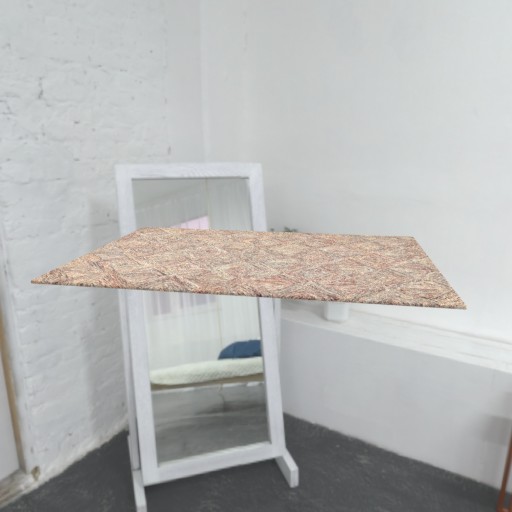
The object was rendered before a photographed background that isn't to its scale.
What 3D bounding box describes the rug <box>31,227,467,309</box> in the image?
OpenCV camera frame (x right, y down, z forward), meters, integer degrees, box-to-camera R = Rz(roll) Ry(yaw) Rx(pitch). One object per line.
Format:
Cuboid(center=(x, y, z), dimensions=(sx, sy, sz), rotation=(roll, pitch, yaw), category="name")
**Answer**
Cuboid(center=(0.000, 0.000, 3.001), dimensions=(2.285, 0.019, 1.523), rotation=(3, 15, 9), category="rug")
